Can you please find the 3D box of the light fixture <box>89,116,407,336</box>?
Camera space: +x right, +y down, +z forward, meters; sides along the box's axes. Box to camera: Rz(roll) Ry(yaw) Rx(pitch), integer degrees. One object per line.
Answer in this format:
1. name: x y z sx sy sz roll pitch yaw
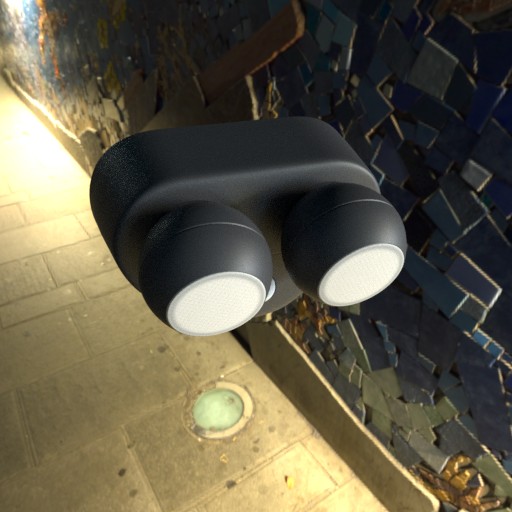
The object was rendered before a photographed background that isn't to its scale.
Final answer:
1. light fixture: 0.000 0.000 0.336 0.229 0.159 0.159 -10 35 -15
